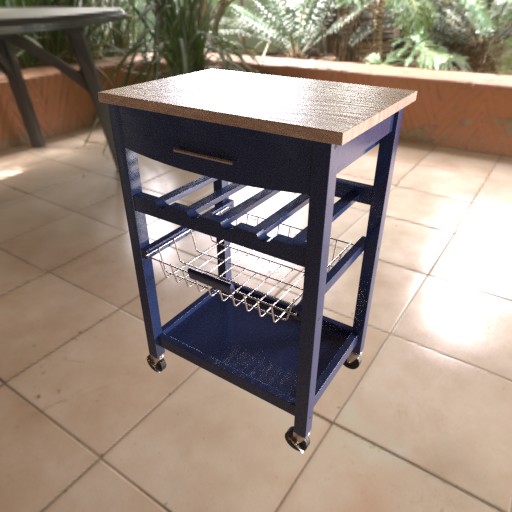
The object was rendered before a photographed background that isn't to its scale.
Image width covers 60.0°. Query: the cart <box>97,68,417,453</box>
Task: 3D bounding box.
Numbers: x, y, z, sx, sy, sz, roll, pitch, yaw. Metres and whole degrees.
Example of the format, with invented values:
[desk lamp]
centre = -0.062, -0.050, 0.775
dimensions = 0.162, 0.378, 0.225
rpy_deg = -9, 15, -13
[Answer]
[cart]
centre = 0.000, 0.000, 1.184
dimensions = 0.584, 0.839, 0.403
rpy_deg = 19, 36, 28
